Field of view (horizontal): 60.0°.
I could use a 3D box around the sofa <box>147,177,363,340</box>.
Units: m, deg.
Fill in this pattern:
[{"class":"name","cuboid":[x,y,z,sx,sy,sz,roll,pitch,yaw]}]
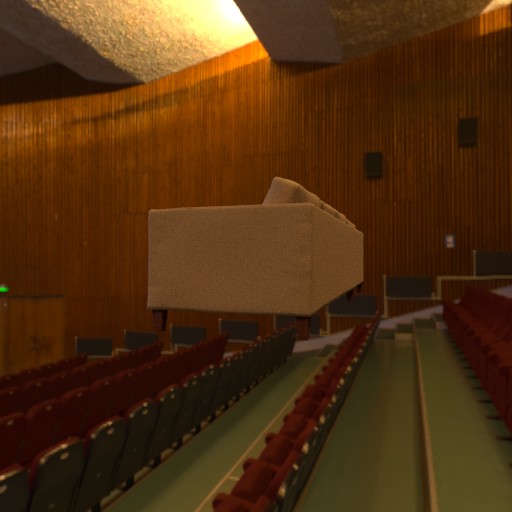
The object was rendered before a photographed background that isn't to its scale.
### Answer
[{"class":"sofa","cuboid":[0.000,0.000,3.925,1.625,0.846,3.186,0,0,18]}]
